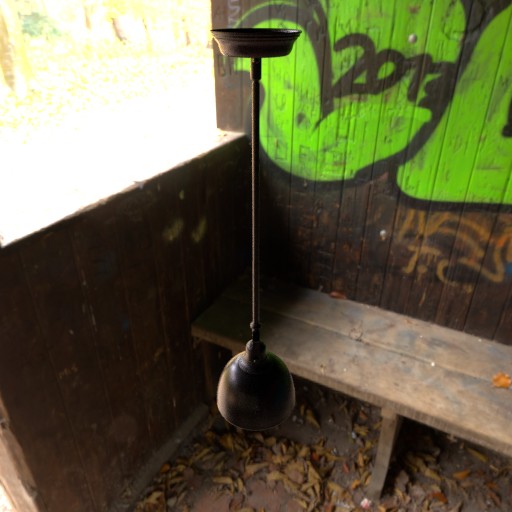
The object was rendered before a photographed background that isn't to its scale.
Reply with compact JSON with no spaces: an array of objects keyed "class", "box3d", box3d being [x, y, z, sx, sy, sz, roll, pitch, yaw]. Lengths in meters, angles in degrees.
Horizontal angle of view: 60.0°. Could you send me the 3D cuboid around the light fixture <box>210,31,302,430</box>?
[{"class":"light fixture","box3d":[0.000,0.000,0.845,0.182,0.768,0.182,0,30,0]}]
